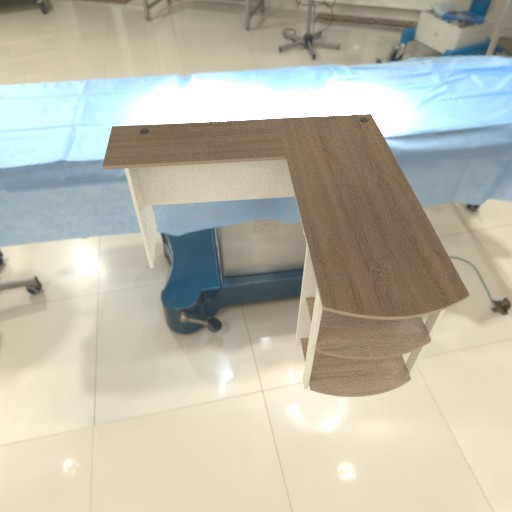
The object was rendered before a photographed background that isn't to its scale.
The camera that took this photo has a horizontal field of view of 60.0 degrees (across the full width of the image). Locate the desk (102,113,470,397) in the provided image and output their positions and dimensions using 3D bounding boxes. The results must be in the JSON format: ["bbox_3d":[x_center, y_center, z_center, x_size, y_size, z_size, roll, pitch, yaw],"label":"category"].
[{"bbox_3d":[0.000,0.000,2.133,1.361,0.716,1.303,-4,47,-4],"label":"desk"}]
